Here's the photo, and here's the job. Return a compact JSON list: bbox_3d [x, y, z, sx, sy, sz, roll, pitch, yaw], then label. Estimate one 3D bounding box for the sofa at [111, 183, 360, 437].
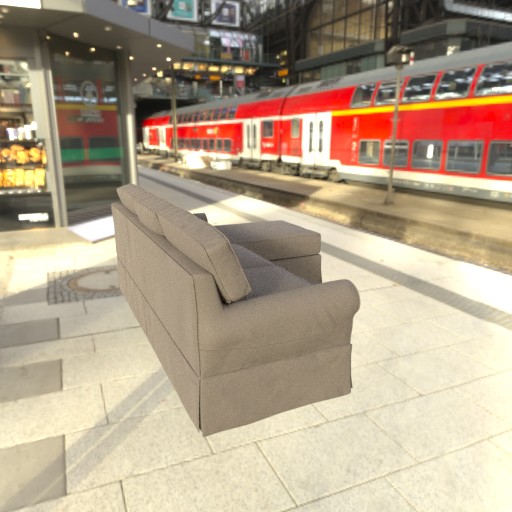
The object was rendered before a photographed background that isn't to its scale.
[{"bbox_3d":[0.000,0.000,3.347,1.733,0.978,2.475,-7,17,-25],"label":"sofa"}]
